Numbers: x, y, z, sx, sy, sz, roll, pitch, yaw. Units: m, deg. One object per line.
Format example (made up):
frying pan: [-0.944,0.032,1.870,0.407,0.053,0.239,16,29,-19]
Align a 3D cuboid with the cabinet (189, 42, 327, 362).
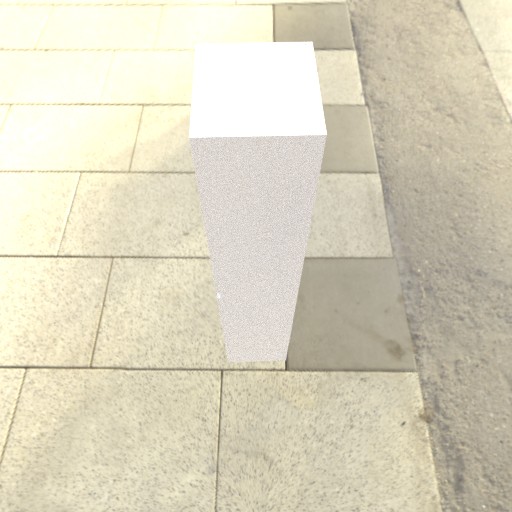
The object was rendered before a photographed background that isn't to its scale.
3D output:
cabinet: [0.000,0.000,1.542,0.269,1.400,0.300,-1,59,-1]
